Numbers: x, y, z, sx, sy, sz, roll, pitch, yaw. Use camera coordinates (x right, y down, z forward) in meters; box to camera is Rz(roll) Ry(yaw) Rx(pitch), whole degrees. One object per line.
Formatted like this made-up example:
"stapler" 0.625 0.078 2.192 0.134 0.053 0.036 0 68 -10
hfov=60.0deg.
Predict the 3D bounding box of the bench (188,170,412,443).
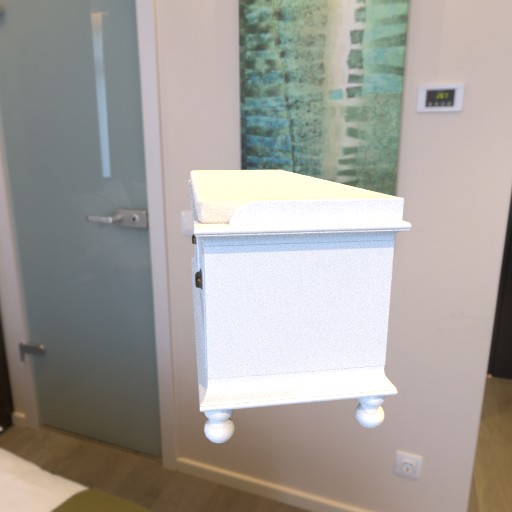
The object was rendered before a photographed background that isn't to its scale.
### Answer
"bench" 0.000 0.000 1.409 0.402 0.486 1.185 -2 14 -9
